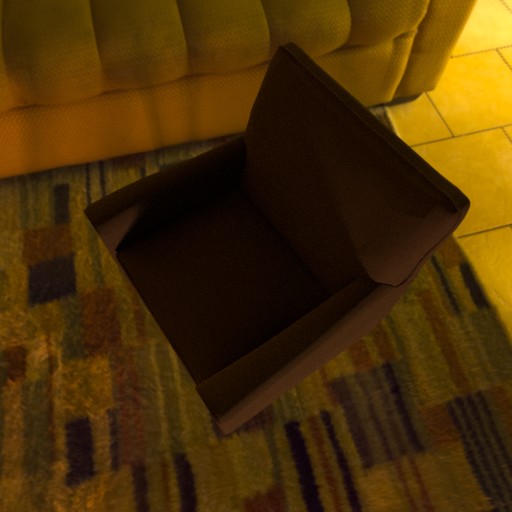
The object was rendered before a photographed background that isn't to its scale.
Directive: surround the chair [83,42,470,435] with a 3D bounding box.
[{"bbox_3d":[0.000,0.000,1.561,0.831,0.911,0.836,-32,67,-15],"label":"chair"}]
